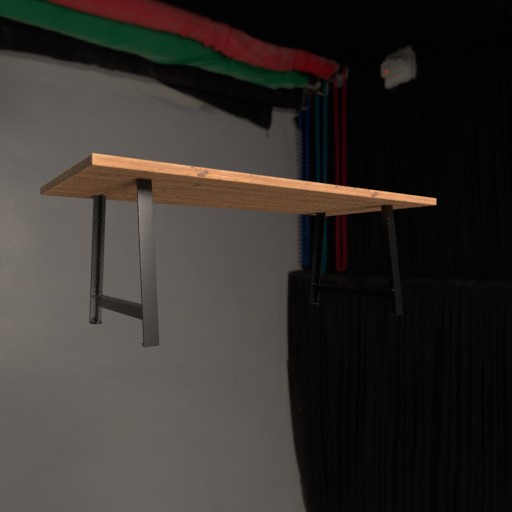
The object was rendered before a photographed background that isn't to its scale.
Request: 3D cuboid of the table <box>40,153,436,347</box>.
[{"bbox_3d":[0.000,0.000,2.671,2.200,0.757,1.000,0,0,-36],"label":"table"}]
